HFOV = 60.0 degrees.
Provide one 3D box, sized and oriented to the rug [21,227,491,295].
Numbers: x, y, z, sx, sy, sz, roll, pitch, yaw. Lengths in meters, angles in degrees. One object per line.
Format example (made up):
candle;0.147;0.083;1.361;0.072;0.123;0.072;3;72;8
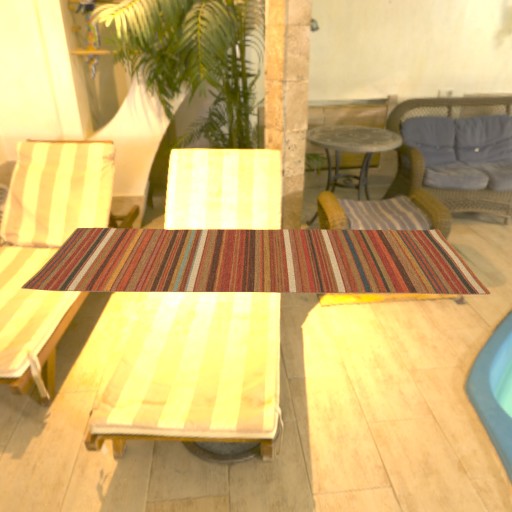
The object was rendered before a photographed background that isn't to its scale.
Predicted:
rug;0.000;0.000;2.646;2.444;0.030;0.799;0;28;1
